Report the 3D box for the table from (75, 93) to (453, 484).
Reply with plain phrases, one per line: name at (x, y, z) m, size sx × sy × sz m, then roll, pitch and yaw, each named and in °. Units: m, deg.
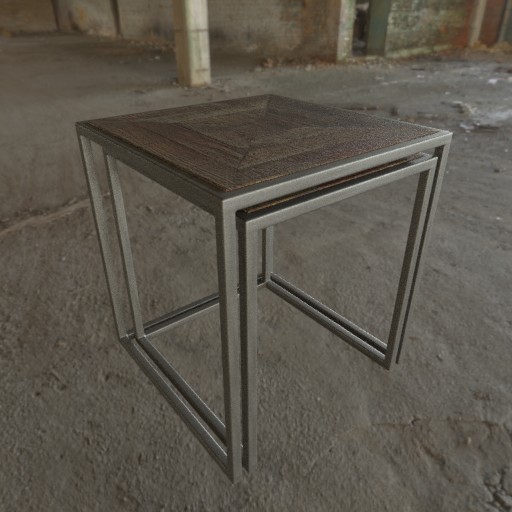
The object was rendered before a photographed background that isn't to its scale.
table at (0.000, 0.000, 0.861) m, size 0.450 × 0.500 × 0.449 m, roll -22°, pitch 36°, yaw -33°
